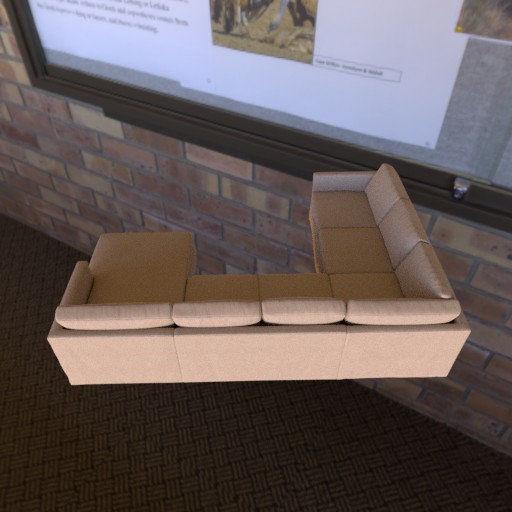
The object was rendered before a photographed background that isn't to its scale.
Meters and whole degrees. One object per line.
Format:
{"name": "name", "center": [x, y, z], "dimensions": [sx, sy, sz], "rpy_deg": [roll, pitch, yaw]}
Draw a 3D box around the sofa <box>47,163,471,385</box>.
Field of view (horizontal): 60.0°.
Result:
{"name": "sofa", "center": [0.000, 0.000, 4.618], "dimensions": [3.460, 0.882, 2.427], "rpy_deg": [-1, 43, -1]}
